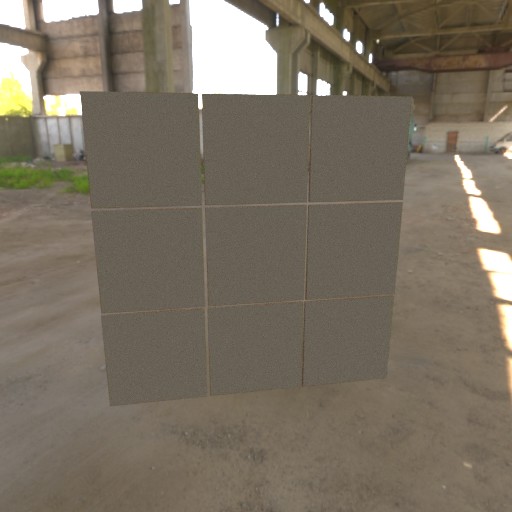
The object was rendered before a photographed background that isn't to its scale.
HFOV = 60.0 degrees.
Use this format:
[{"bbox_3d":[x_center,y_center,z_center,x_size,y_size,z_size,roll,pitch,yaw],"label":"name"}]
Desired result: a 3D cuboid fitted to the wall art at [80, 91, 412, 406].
[{"bbox_3d":[0.000,0.000,1.333,0.919,0.917,0.010,-3,16,-10],"label":"wall art"}]
